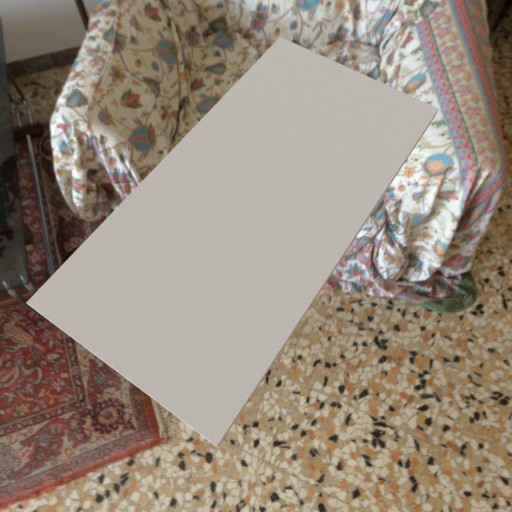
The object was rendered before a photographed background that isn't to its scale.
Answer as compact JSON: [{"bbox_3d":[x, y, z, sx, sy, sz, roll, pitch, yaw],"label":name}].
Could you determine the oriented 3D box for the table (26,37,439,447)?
[{"bbox_3d":[0.000,0.000,1.343,0.498,0.660,0.991,31,68,14],"label":"table"}]
